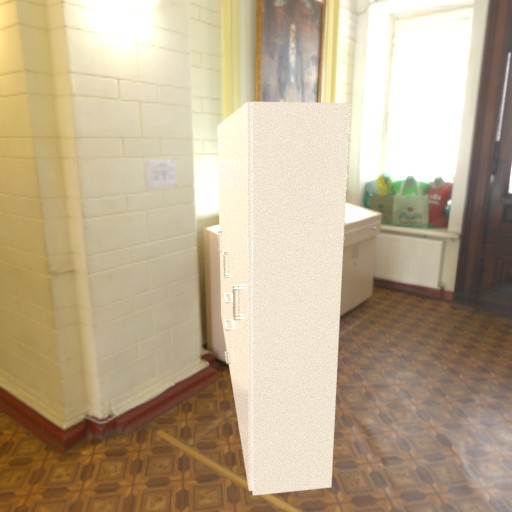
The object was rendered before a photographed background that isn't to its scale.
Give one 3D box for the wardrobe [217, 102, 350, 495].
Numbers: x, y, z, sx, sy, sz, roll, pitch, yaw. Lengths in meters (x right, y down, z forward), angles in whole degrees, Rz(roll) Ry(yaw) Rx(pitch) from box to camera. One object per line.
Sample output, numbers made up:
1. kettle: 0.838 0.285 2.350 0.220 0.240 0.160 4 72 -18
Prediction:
1. wardrobe: 0.000 0.000 3.983 0.580 2.360 3.000 -2 14 -7
